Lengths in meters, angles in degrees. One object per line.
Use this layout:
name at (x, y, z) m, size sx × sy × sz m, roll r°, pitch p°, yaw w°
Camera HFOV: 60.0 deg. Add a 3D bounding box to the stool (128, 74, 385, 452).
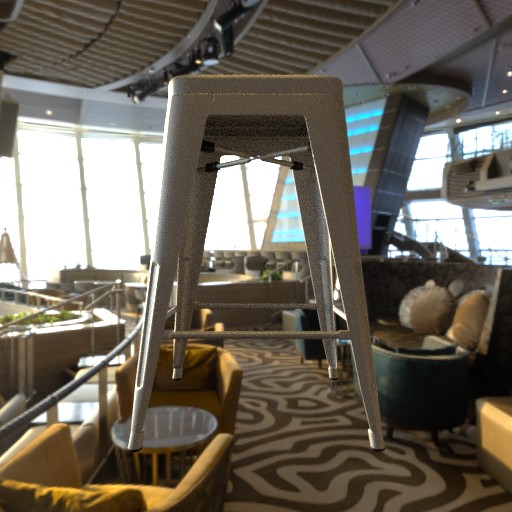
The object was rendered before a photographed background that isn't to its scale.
stool at (0.000, 0.000, 0.889) m, size 0.406 × 0.610 × 0.406 m, roll 0°, pitch 1°, yaw 0°
